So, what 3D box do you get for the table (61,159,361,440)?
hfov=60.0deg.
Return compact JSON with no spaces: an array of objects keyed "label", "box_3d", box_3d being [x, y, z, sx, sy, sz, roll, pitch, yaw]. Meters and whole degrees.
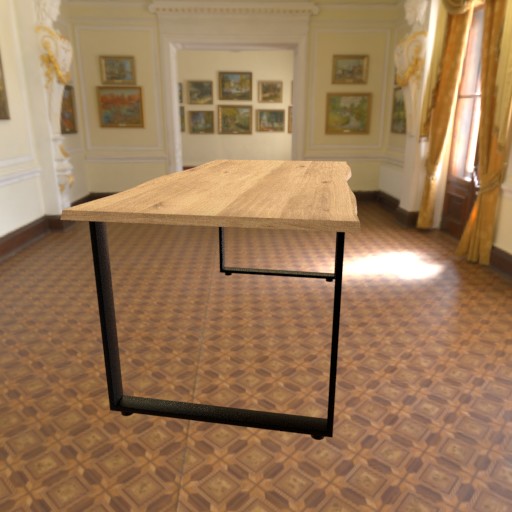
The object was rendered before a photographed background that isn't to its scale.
[{"label":"table","box_3d":[0.000,0.000,2.205,0.900,0.780,1.800,3,17,10]}]
